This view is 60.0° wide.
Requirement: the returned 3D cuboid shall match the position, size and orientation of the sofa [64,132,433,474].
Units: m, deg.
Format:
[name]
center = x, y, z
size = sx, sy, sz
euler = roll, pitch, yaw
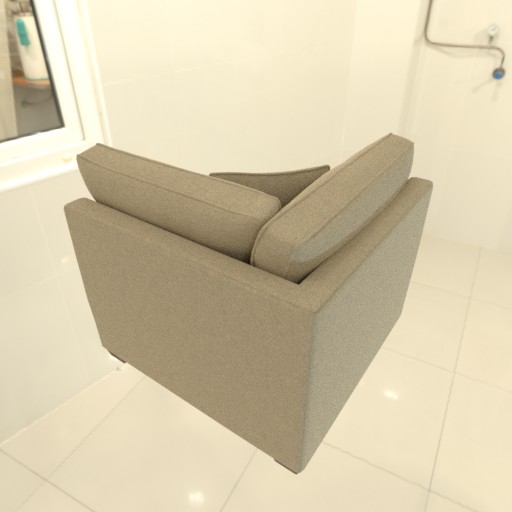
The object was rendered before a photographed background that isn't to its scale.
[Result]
[sofa]
center = 0.000, 0.000, 1.977
size = 1.146, 1.002, 1.084
euler = 21, 39, 29
